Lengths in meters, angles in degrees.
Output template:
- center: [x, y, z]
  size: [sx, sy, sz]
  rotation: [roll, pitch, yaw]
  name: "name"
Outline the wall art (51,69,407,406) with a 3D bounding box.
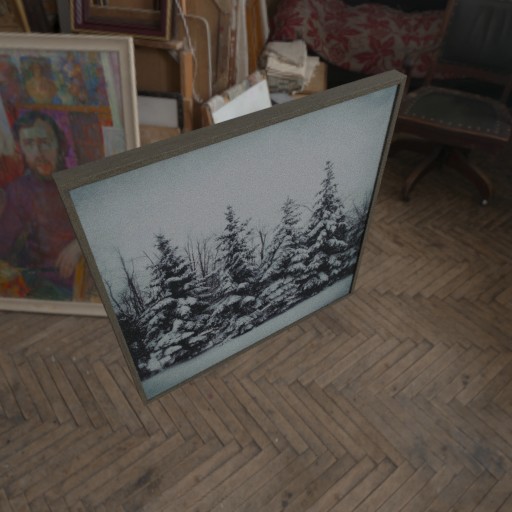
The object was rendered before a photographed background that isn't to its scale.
- center: [0.000, 0.000, 1.117]
  size: [0.758, 0.758, 0.039]
  rotation: [-24, 50, -22]
  name: "wall art"
